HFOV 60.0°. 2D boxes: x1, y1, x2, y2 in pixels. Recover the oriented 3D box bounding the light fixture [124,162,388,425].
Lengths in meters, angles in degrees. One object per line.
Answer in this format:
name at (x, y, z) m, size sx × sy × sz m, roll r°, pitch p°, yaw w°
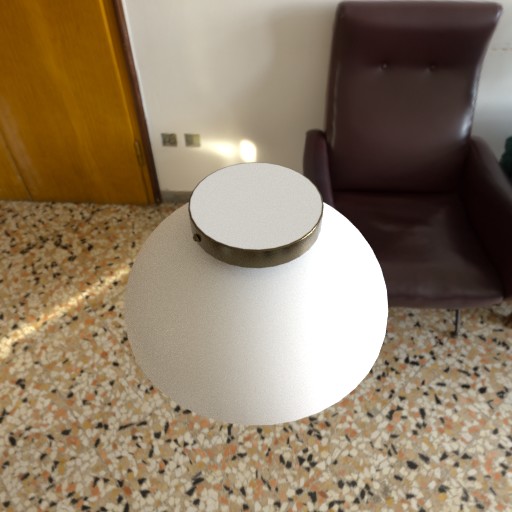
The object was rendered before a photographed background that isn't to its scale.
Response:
light fixture at (0.000, 0.000, 0.552) m, size 0.355 × 0.177 × 0.355 m, roll 0°, pitch 47°, yaw 0°
